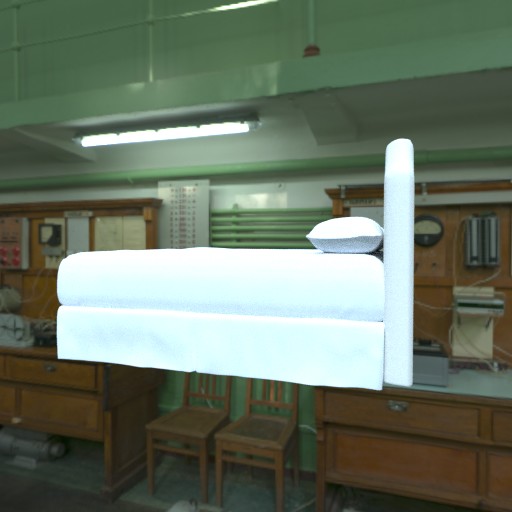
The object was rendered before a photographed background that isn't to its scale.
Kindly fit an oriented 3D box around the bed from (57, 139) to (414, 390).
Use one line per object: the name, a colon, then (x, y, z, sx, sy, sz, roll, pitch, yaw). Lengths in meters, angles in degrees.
bed: (0.000, 0.000, 3.880, 2.548, 1.524, 2.134, 1, 2, 18)
